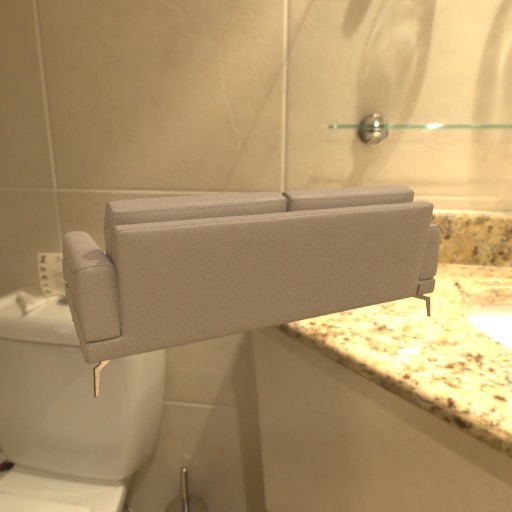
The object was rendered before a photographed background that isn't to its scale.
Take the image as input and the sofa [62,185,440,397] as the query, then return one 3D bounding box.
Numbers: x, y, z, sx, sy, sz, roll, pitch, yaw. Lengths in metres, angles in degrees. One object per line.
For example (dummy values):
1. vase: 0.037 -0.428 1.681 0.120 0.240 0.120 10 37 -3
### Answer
1. sofa: 0.000 0.000 2.454 1.940 0.765 0.974 -7 16 -26
